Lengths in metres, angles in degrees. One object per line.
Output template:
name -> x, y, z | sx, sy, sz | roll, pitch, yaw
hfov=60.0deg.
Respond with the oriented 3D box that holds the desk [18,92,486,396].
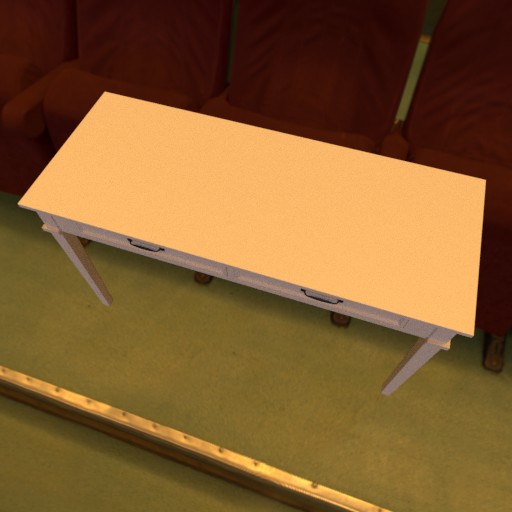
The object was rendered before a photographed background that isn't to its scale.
desk -> 0.000, 0.000, 1.727 | 1.372, 0.774, 0.559 | 16, 60, 10
